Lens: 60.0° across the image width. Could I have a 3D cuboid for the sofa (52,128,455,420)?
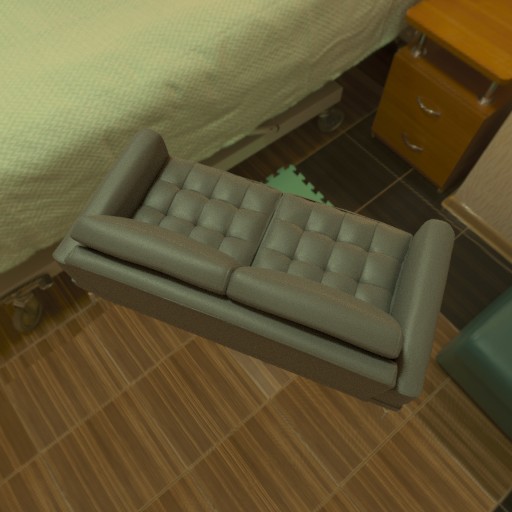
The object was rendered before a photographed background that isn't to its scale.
[{"bbox_3d":[0.000,0.000,2.709,2.177,0.930,1.121,19,65,10],"label":"sofa"}]
